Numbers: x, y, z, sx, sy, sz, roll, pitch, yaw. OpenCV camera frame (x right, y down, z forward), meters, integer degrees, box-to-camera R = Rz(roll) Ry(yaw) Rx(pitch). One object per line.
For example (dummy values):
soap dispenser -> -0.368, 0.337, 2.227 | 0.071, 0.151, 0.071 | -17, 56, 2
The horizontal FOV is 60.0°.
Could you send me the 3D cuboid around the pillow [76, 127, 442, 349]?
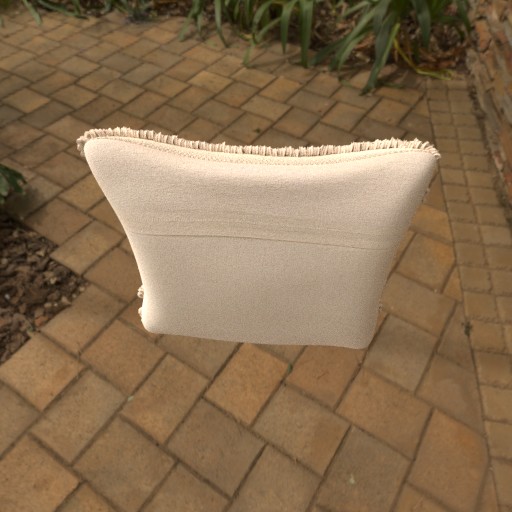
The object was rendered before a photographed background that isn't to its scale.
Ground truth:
pillow -> 0.000, 0.000, 0.679 | 0.437, 0.427, 0.145 | 3, 48, 3
